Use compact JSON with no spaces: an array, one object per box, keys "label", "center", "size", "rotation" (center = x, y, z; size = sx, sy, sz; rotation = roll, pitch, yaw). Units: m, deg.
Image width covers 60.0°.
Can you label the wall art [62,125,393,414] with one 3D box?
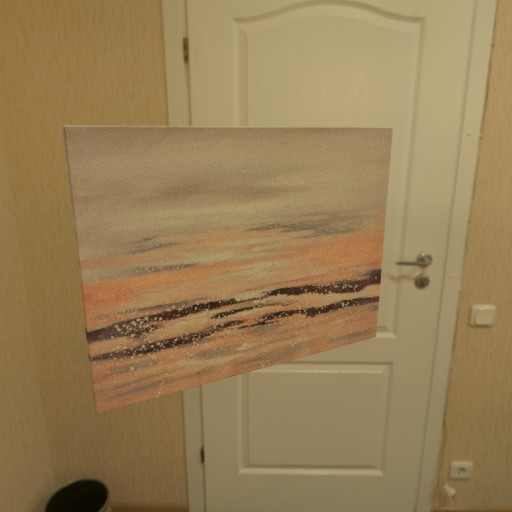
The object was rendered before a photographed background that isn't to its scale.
[{"label":"wall art","center":[0.000,0.000,1.360],"size":[1.015,0.763,0.038],"rotation":[-8,18,-27]}]
